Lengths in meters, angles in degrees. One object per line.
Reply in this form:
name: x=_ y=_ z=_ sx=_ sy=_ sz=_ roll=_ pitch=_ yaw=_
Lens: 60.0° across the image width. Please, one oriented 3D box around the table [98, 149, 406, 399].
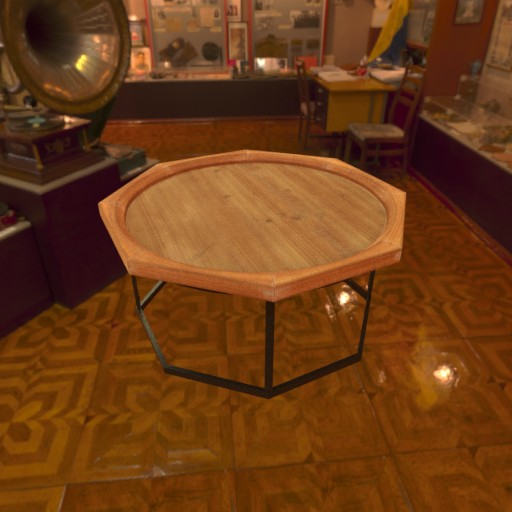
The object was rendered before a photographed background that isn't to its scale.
table: x=0.000 y=0.000 z=1.551 sx=1.002 sy=0.444 sz=1.002 roll=0 pitch=31 yaw=0
